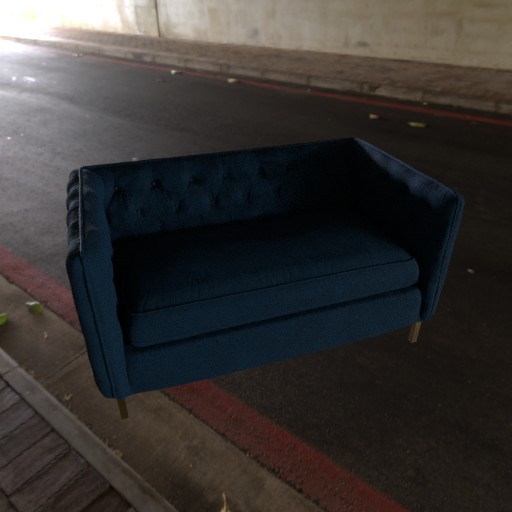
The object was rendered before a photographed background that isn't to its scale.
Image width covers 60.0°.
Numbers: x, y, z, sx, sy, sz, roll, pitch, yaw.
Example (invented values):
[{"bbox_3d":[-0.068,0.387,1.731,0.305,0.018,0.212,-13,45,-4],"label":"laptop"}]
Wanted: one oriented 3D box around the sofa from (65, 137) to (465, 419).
[{"bbox_3d":[0.000,0.000,2.133,1.583,0.810,0.909,-10,33,-16],"label":"sofa"}]
